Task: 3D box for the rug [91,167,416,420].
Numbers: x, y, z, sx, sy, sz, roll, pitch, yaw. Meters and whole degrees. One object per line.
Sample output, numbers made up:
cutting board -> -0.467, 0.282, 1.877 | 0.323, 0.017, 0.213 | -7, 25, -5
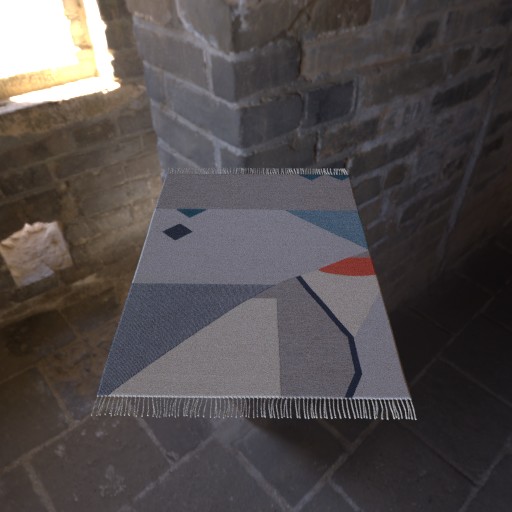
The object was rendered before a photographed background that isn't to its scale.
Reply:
rug -> 0.000, 0.000, 2.329 | 1.220, 0.005, 1.828 | 0, 41, 0
